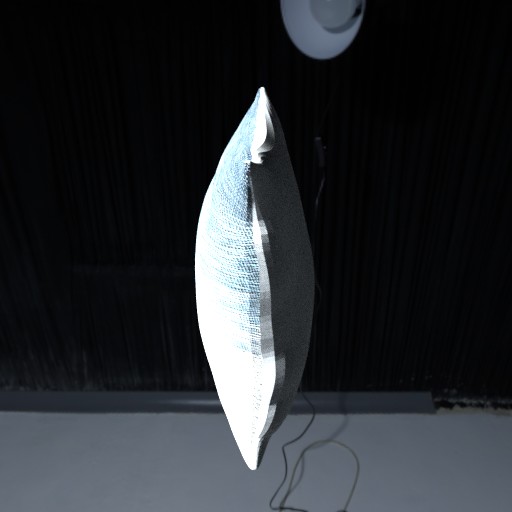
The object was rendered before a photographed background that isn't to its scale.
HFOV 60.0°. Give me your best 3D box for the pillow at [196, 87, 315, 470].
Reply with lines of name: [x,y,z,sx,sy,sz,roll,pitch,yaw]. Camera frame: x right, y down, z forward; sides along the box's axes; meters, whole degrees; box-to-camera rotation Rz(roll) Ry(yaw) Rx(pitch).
pillow: [0.000,0.000,0.689,0.182,0.441,0.440,1,28,2]
